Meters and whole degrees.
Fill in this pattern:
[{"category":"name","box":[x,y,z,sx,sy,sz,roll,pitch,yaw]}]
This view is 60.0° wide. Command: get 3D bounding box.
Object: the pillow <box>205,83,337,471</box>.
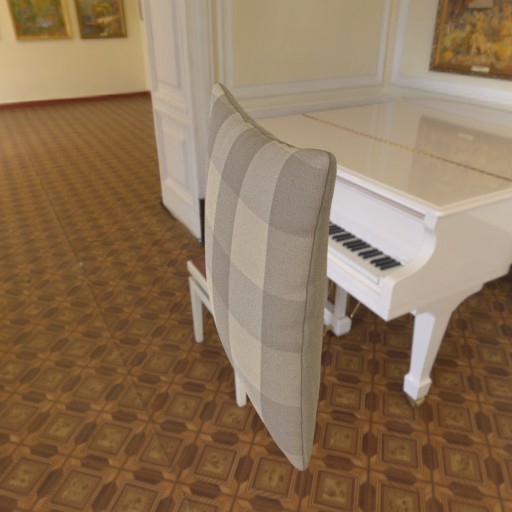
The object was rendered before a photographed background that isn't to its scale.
[{"category":"pillow","box":[0.000,0.000,0.784,0.161,0.509,0.511,-9,31,-15]}]
